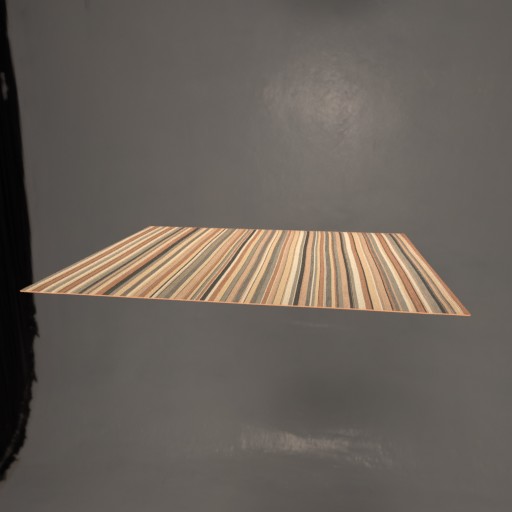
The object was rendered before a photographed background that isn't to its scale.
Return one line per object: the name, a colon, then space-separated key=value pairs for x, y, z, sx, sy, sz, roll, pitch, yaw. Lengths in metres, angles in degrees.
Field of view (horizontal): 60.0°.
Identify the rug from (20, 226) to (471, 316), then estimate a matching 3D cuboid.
rug: x=0.000 y=0.000 z=4.104 sx=3.045 sy=0.011 sz=2.436 roll=2 pitch=15 yaw=8
